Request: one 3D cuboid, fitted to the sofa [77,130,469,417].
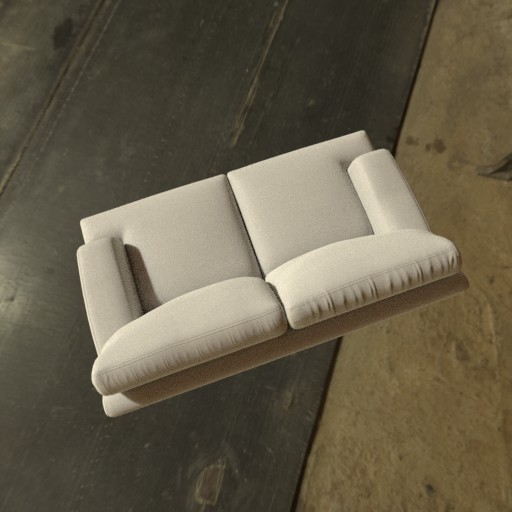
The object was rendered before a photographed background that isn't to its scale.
[{"bbox_3d":[0.000,0.000,2.477,1.880,0.940,1.143,-19,76,-5],"label":"sofa"}]
